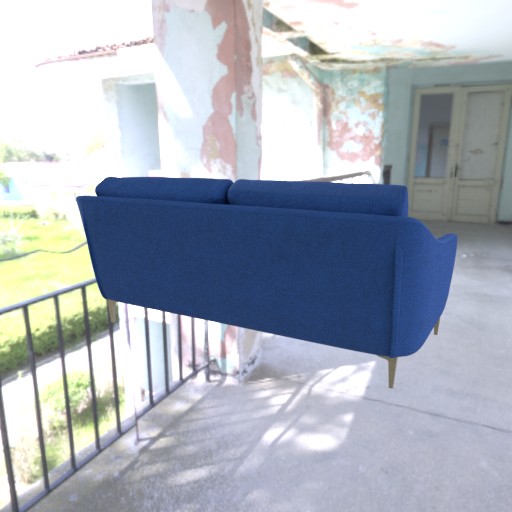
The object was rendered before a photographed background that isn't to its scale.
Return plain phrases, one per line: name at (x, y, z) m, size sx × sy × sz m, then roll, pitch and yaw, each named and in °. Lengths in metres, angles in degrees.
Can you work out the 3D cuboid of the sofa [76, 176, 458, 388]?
sofa at (0.000, 0.000, 2.530) m, size 2.036 × 0.903 × 0.960 m, roll 7°, pitch 15°, yaw 26°
